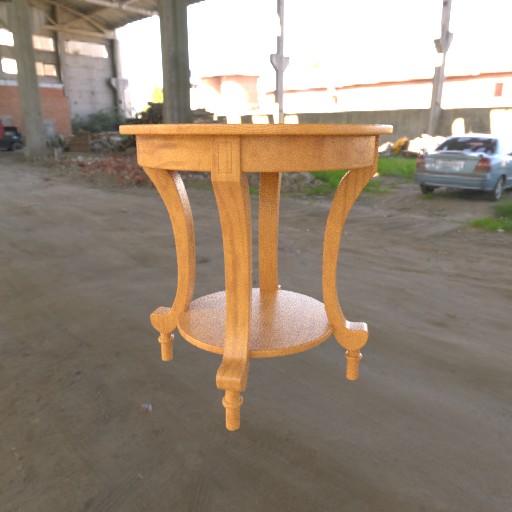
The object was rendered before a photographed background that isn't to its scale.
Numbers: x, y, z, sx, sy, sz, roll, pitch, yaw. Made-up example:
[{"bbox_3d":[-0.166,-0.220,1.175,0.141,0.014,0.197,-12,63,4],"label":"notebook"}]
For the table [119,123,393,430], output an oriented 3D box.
[{"bbox_3d":[0.000,0.000,1.089,0.597,0.612,0.597,0,15,0],"label":"table"}]
